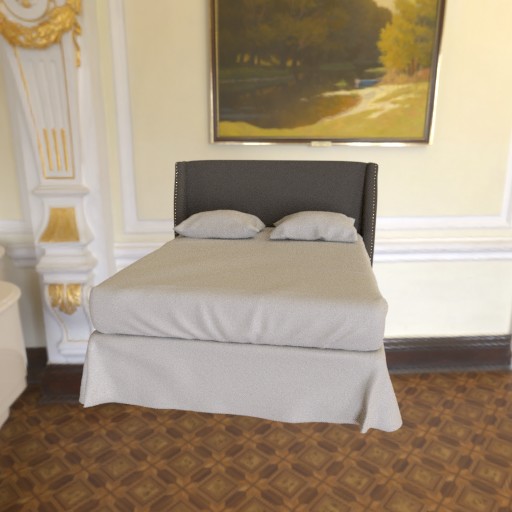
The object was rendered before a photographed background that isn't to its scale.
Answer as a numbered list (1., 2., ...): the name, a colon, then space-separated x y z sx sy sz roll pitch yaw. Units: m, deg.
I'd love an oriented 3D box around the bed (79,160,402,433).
1. bed: 0.000 0.000 3.330 1.925 1.332 2.276 2 14 9
